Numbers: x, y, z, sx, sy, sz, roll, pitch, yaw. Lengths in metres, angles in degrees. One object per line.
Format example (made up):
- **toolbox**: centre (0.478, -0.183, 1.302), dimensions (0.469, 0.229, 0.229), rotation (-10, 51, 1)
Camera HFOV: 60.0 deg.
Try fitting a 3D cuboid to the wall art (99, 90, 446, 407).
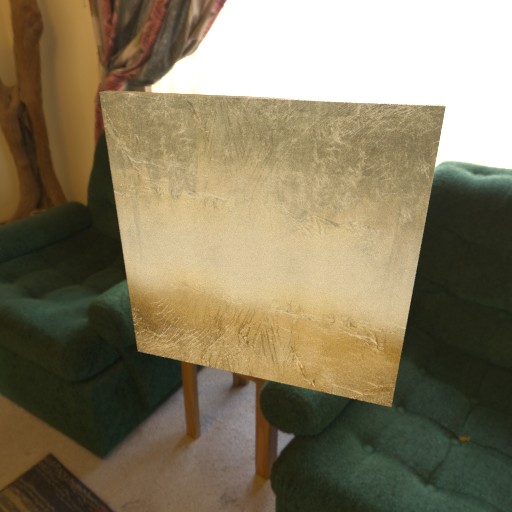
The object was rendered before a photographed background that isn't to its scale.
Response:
- **wall art**: centre (0.000, 0.000, 1.608), dimensions (1.092, 1.091, 0.051), rotation (8, 28, 16)
